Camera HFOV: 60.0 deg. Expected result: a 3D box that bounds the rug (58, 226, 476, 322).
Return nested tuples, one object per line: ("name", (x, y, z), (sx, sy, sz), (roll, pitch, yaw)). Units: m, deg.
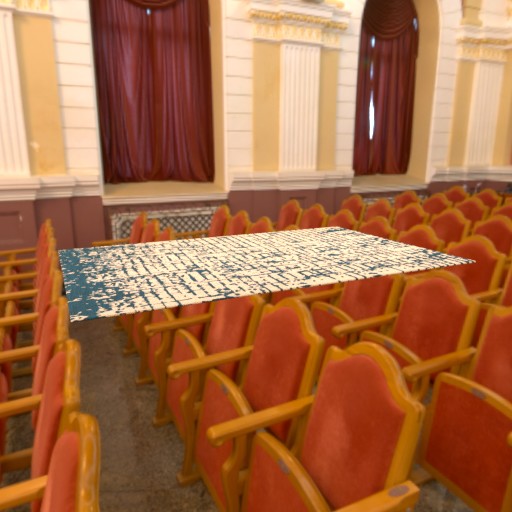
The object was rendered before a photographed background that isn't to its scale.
("rug", (0.000, 0.000, 3.029), (2.435, 0.011, 1.517), (-6, 15, -25))
